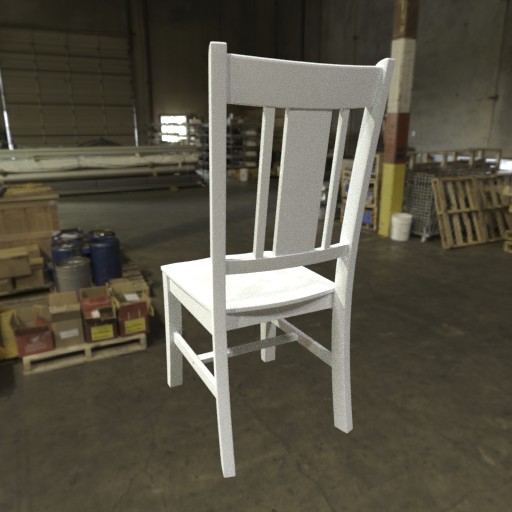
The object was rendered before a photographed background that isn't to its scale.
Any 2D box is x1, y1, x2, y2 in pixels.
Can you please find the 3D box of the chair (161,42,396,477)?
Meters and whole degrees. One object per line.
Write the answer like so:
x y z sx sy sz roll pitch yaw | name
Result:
0.000 0.000 1.257 0.450 0.998 0.555 -8 18 -26 | chair
